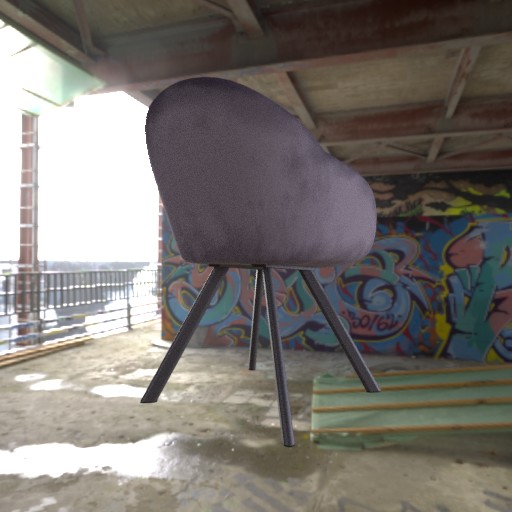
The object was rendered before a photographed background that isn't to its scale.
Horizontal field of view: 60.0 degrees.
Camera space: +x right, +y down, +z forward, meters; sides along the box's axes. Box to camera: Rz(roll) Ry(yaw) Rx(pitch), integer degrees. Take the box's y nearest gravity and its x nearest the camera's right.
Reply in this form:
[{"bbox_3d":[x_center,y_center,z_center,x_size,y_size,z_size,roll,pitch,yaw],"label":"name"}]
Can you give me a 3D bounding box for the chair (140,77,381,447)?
[{"bbox_3d":[0.000,0.000,1.225,0.550,0.795,0.590,0,-1,37],"label":"chair"}]
